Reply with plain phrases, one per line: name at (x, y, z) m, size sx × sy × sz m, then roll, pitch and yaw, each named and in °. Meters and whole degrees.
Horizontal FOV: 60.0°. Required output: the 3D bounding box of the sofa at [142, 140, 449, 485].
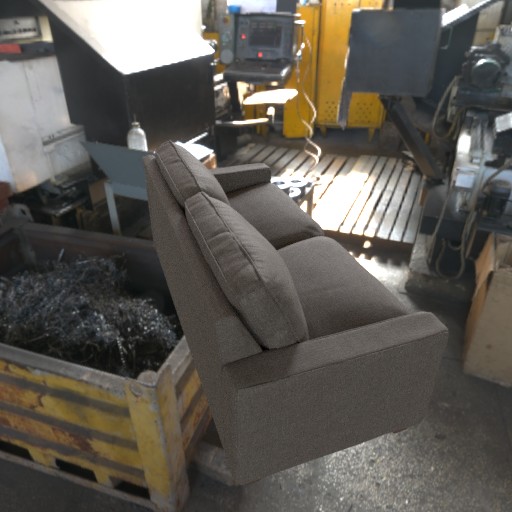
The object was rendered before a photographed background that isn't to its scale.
sofa at (0.000, 0.000, 2.498) m, size 0.940 × 0.919 × 2.080 m, roll -11°, pitch 33°, yaw -17°
